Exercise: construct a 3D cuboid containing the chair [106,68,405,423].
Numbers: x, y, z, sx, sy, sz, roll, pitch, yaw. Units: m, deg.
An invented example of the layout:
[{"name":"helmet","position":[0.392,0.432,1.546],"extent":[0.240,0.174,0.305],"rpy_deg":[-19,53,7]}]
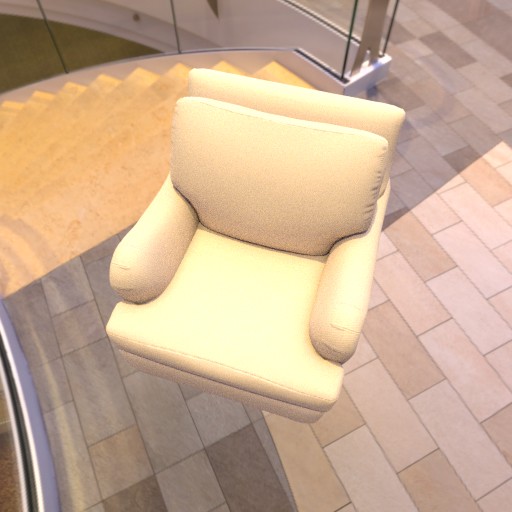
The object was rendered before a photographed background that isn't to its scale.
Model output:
[{"name":"chair","position":[0.000,0.000,1.880],"extent":[0.955,1.038,1.070],"rpy_deg":[15,59,9]}]
